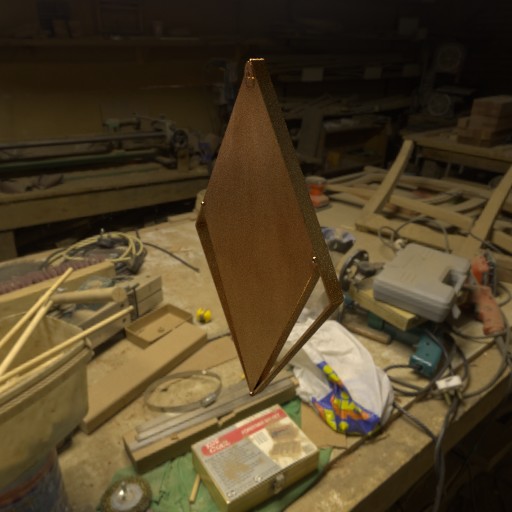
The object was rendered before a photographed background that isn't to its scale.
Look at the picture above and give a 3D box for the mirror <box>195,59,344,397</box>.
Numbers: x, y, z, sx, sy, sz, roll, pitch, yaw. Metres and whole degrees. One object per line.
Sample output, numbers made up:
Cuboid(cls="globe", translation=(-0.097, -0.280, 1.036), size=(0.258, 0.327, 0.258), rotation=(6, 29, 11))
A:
Cuboid(cls="mirror", translation=(0.000, 0.000, 0.837), size=(0.032, 0.679, 0.419), rotation=(-18, 31, -33))
